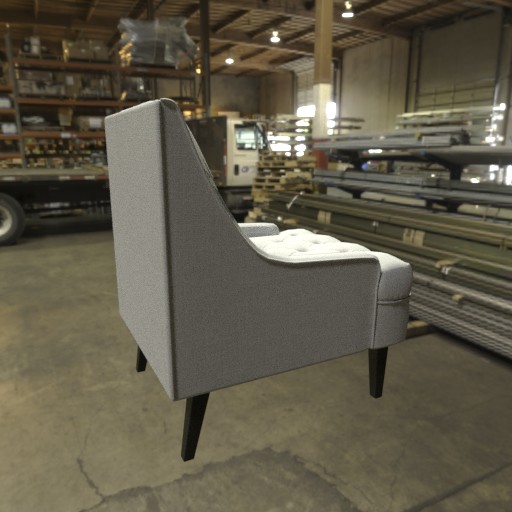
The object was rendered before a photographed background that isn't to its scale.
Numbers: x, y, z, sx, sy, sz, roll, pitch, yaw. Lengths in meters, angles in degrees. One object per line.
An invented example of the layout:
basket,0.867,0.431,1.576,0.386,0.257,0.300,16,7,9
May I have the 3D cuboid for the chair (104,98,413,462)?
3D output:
chair,0.000,0.000,1.422,0.772,0.891,0.658,-7,16,-26
